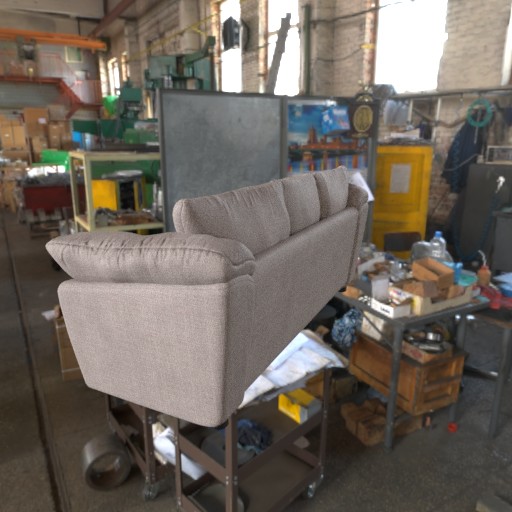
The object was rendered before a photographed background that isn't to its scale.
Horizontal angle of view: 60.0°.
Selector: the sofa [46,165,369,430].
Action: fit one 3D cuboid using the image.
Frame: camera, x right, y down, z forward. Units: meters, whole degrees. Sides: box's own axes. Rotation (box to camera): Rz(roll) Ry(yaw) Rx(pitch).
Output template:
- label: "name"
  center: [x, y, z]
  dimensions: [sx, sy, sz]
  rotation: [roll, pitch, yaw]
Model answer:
- label: "sofa"
  center: [0.000, 0.000, 2.735]
  dimensions: [0.878, 0.996, 2.334]
  rotation: [7, 17, 25]
